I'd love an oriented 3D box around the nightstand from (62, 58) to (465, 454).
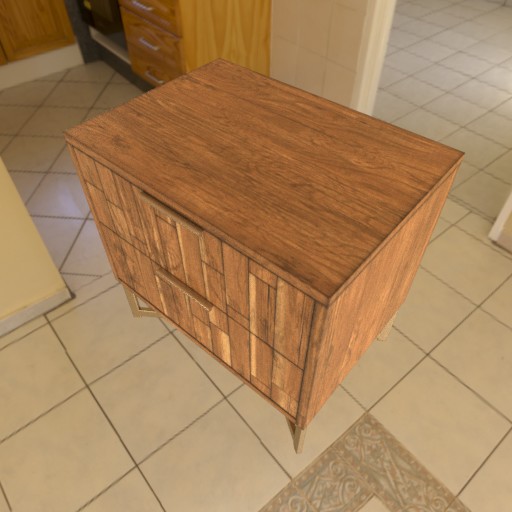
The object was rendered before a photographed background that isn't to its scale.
[{"bbox_3d":[0.000,0.000,1.038,0.610,0.610,0.446,32,55,26],"label":"nightstand"}]
